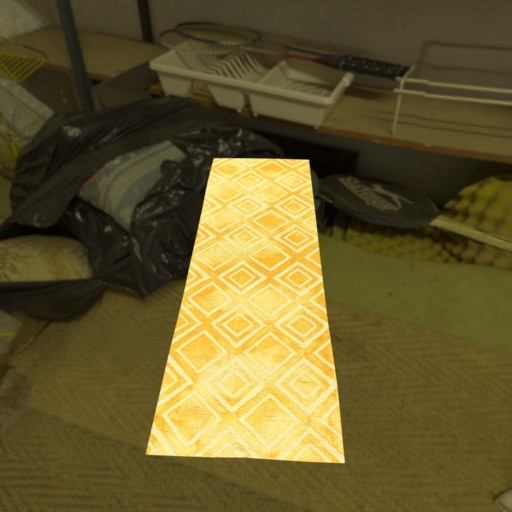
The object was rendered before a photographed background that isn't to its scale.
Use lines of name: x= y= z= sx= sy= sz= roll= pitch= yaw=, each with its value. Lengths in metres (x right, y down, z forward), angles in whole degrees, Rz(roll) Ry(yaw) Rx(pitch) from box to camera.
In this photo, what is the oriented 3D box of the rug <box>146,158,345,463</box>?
rug: x=0.000 y=0.000 z=2.632 sx=0.775 sy=0.010 sz=2.438 roll=1 pitch=40 yaw=2
